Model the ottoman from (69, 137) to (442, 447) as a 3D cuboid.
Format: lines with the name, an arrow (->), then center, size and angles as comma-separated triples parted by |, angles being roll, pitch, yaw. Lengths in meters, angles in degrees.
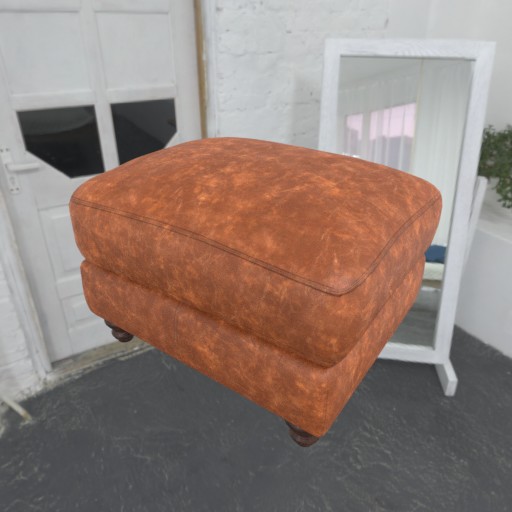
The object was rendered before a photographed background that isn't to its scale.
ottoman -> 0.000, 0.000, 1.243 | 0.832, 0.562, 0.657 | 19, 35, 30
